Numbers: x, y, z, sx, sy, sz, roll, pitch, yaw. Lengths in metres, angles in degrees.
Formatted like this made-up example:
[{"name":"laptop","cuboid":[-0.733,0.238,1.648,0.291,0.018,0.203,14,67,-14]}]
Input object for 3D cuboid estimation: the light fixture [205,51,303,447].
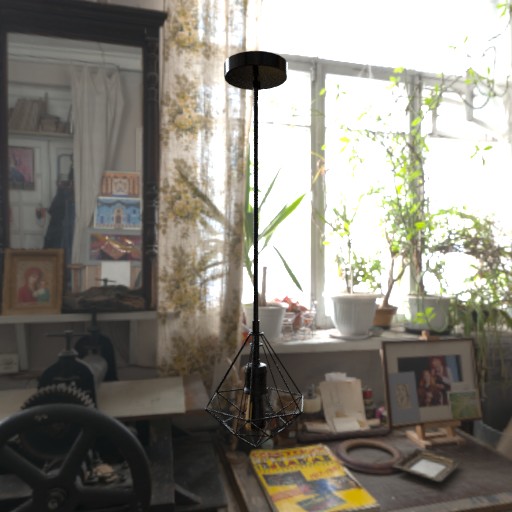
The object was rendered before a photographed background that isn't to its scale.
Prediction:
[{"name":"light fixture","cuboid":[0.000,0.000,2.049,0.487,1.764,0.431,0,0,37]}]
